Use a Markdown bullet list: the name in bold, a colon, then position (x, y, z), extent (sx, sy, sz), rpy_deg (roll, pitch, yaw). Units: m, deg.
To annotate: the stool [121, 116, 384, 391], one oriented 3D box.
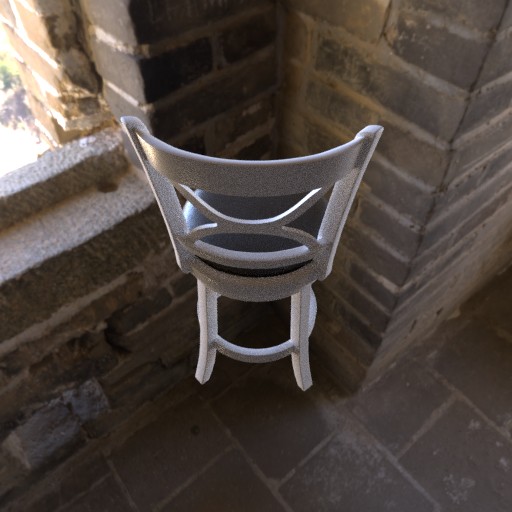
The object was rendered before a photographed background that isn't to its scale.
- **stool**: position (0.000, 0.000, 1.188), extent (0.444, 0.953, 0.508), rpy_deg (3, 46, 3)
